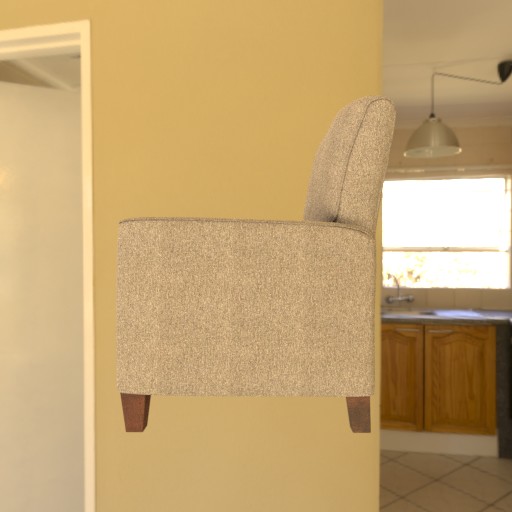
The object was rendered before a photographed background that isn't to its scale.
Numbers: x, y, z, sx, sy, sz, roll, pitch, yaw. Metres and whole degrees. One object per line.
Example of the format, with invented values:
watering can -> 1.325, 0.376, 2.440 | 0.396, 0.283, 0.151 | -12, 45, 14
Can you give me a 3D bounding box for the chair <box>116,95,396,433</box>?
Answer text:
chair -> 0.000, 0.000, 1.666 | 0.858, 1.028, 0.841 | 0, 1, 1
